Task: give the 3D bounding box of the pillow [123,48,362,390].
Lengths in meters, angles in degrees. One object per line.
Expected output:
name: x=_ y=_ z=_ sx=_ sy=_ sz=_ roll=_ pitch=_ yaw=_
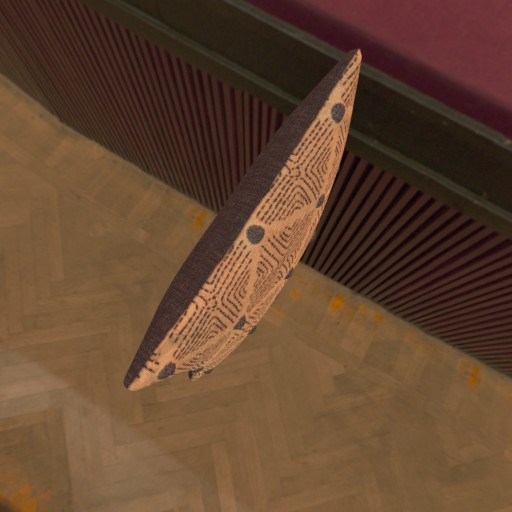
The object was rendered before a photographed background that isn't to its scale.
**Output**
pillow: x=0.000 y=0.000 z=0.767 sx=0.145 sy=0.510 sz=0.510 roll=32 pitch=78 yaw=8
